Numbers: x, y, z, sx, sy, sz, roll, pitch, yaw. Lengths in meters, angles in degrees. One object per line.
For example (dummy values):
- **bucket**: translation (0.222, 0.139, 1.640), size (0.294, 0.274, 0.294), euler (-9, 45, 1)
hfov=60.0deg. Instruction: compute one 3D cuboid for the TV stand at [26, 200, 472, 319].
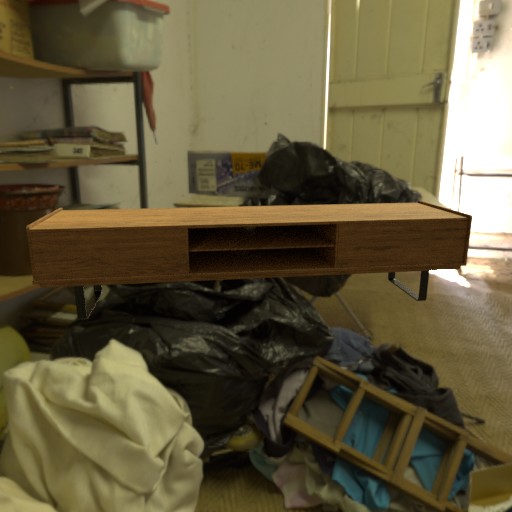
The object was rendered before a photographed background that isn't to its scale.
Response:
- **TV stand**: translation (0.000, 0.000, 2.040), size (1.796, 0.415, 0.467), euler (-2, 15, -8)
